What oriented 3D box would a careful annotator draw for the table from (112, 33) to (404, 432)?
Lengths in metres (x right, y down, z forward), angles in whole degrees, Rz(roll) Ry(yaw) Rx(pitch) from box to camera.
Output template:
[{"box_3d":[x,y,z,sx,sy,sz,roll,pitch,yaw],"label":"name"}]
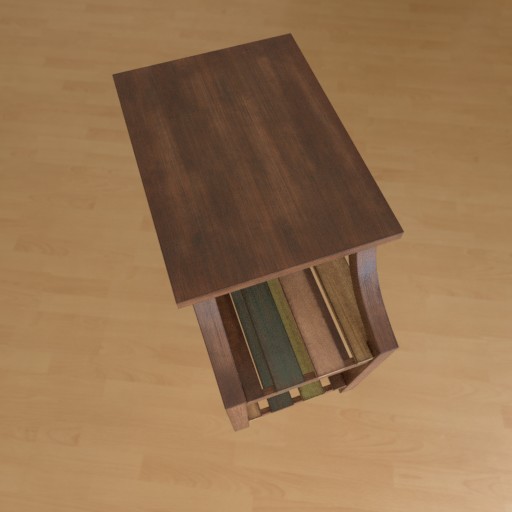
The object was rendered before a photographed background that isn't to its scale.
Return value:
[{"box_3d":[0.000,0.000,0.979,0.356,0.584,0.609,-17,64,-8],"label":"table"}]
